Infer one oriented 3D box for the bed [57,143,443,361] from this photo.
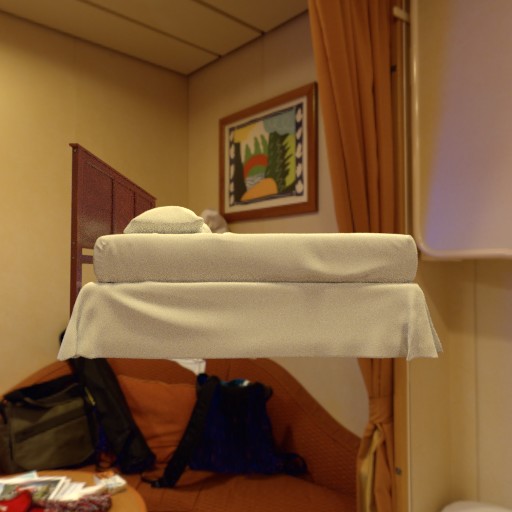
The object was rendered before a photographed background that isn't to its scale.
[{"bbox_3d":[0.000,0.000,3.623,2.219,1.271,2.314,0,-2,1],"label":"bed"}]
